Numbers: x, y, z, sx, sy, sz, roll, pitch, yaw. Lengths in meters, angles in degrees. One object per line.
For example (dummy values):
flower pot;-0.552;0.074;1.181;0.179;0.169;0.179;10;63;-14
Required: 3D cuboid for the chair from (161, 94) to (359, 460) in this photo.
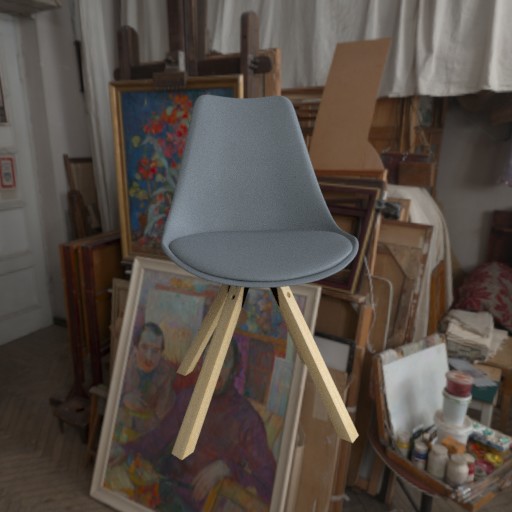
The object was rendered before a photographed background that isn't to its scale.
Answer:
chair;0.000;0.000;1.181;0.485;0.850;0.549;-2;15;-8
